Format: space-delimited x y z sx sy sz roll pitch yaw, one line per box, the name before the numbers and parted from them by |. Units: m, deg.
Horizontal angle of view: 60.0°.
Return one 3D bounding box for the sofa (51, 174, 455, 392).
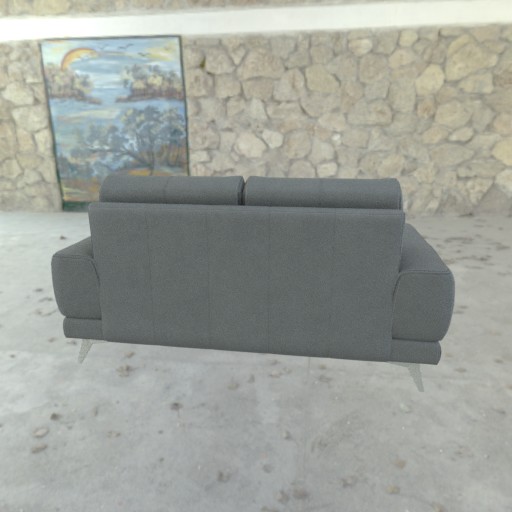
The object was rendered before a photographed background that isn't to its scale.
sofa | 0.000 0.000 2.380 1.806 0.907 1.018 2 16 8
